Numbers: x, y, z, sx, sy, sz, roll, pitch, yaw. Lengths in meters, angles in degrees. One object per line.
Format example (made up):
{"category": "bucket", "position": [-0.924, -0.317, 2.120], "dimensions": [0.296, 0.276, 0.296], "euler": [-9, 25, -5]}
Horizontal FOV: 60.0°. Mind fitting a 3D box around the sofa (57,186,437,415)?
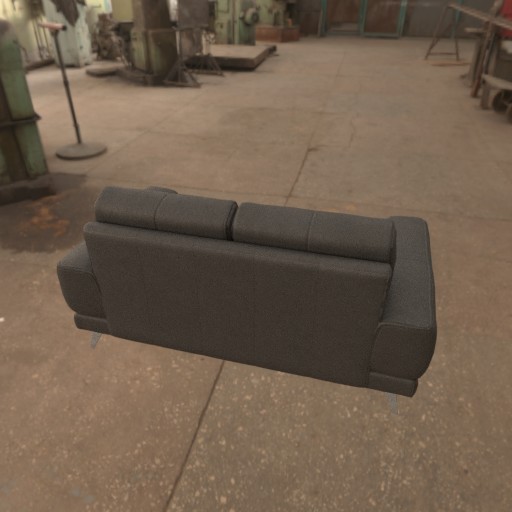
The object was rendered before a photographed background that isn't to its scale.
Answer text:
{"category": "sofa", "position": [0.000, 0.000, 2.393], "dimensions": [1.806, 0.907, 1.018], "euler": [8, 33, 13]}
